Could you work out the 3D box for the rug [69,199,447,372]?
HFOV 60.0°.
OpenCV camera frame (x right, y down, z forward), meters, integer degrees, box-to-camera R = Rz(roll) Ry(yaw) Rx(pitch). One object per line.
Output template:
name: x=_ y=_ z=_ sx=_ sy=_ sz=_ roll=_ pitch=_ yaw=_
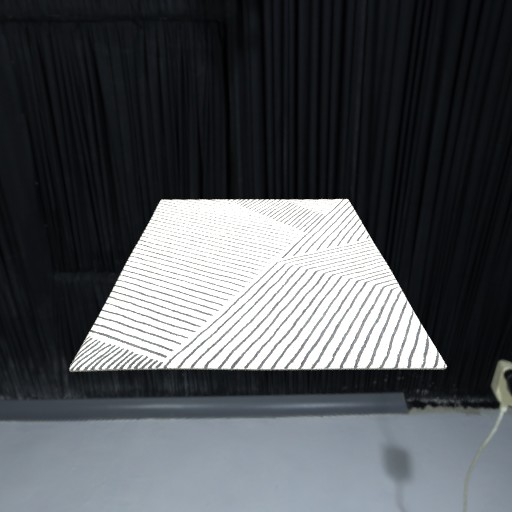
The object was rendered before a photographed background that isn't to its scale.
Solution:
rug: x=0.000 y=0.000 z=3.223 sx=1.829 sy=0.028 sz=2.449 roll=0 pitch=26 yaw=-1
